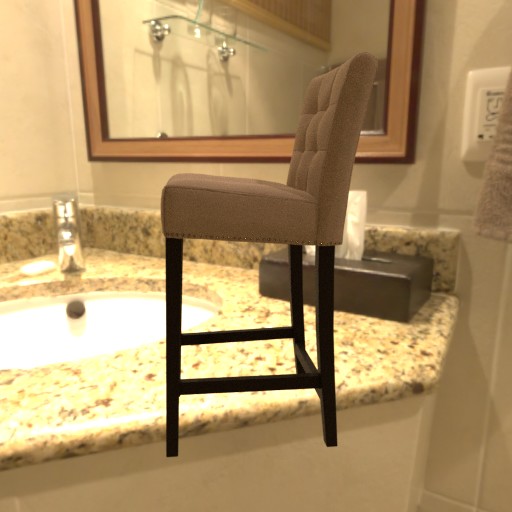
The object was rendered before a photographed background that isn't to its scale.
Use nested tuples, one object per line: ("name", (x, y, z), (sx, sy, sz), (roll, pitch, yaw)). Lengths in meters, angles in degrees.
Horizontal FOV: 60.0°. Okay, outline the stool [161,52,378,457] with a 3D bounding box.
("stool", (0.000, 0.000, 1.297), (0.548, 1.047, 0.411), (-2, 14, -8))
